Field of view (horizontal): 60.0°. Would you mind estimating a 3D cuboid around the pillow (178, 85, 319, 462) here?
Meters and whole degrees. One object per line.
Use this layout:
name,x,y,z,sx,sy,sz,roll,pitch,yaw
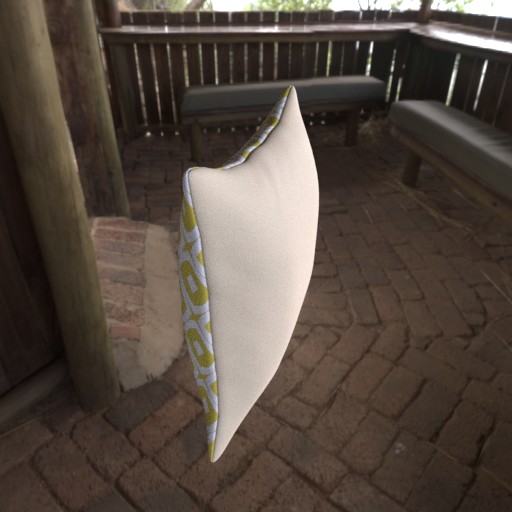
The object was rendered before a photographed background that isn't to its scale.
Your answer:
pillow,0.000,0.000,0.789,0.188,0.494,0.504,9,32,14
